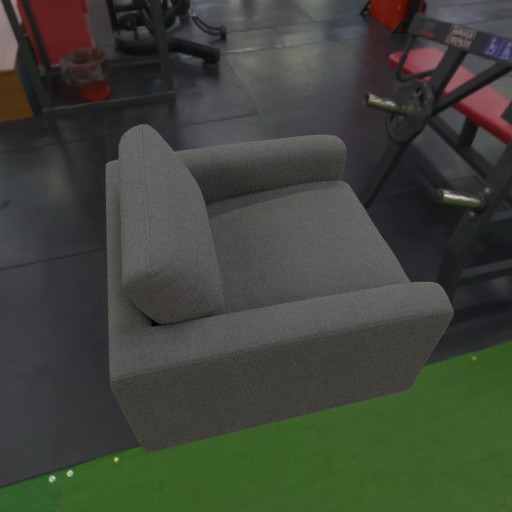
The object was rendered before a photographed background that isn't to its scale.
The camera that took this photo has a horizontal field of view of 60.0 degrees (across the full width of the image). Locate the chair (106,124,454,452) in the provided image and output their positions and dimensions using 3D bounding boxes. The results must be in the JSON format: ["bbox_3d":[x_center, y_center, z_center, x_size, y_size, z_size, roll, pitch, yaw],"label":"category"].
[{"bbox_3d":[0.000,0.000,1.785,1.100,0.847,1.070,-10,48,-9],"label":"chair"}]
